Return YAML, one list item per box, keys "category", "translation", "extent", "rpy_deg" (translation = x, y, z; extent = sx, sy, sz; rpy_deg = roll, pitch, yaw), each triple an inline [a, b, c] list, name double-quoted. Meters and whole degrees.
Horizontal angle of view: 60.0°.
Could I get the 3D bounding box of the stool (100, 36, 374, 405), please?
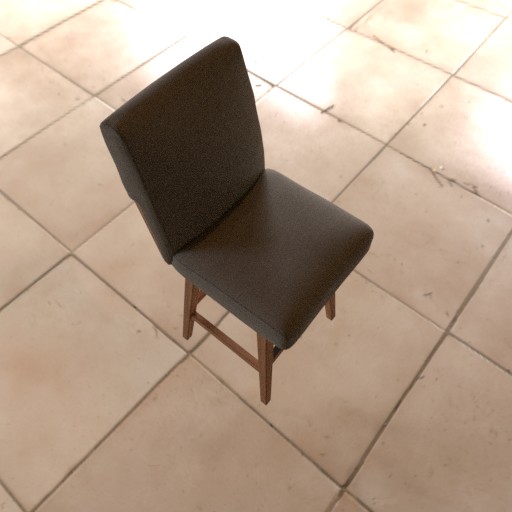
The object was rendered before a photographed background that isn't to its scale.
- category: "stool"
  translation: [0.000, 0.000, 1.417]
  extent: [0.570, 1.112, 0.483]
  rpy_deg: [35, 65, 19]
